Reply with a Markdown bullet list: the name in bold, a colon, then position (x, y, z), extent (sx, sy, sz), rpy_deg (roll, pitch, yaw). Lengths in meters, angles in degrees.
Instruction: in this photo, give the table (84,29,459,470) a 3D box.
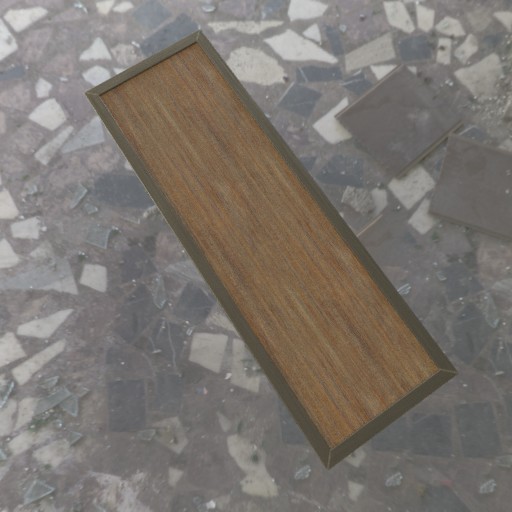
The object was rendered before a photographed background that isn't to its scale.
- **table**: position (0.000, 0.000, 1.559), extent (0.402, 0.753, 1.216), rpy_deg (-33, 78, -8)
